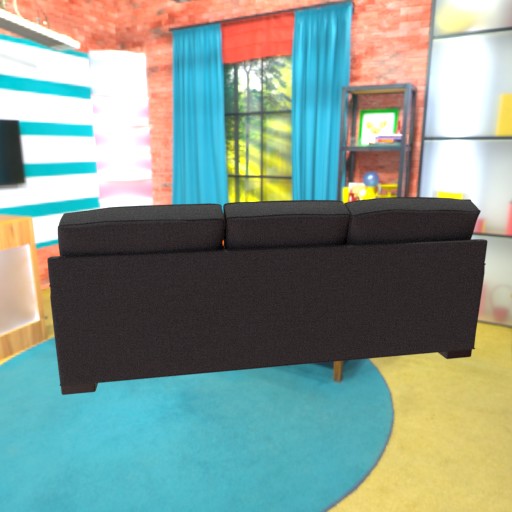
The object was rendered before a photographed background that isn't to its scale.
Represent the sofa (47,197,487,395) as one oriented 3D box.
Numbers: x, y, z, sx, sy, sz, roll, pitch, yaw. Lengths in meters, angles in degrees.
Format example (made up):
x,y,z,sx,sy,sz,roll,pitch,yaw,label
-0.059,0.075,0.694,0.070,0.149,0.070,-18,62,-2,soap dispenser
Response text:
x,y,z,sx,sy,sz,roll,pitch,yaw,label
0.000,0.000,3.210,2.370,0.973,1.790,-2,14,-10,sofa
